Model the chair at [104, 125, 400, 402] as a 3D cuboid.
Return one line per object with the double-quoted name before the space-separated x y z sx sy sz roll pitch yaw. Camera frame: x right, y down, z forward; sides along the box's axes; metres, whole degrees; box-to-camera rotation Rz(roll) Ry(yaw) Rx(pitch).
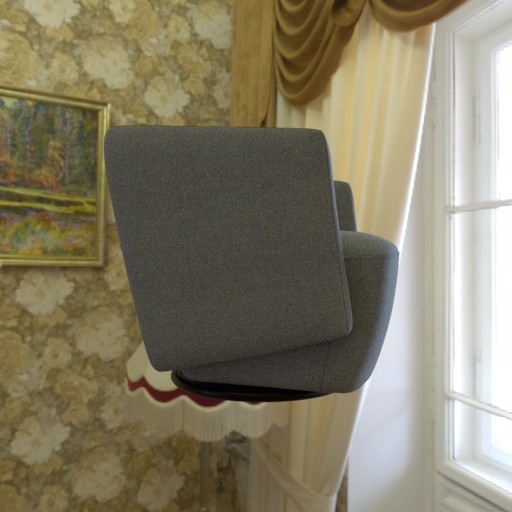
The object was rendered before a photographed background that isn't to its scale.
"chair" 0.000 0.000 1.601 0.986 0.861 0.822 0 -2 17
